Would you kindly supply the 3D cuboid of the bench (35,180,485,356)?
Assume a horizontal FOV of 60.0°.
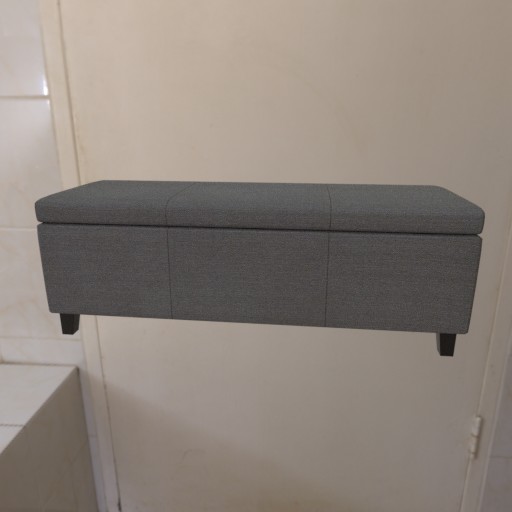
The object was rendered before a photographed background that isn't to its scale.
[{"bbox_3d":[0.000,0.000,1.465,1.269,0.438,0.446,2,18,6],"label":"bench"}]
